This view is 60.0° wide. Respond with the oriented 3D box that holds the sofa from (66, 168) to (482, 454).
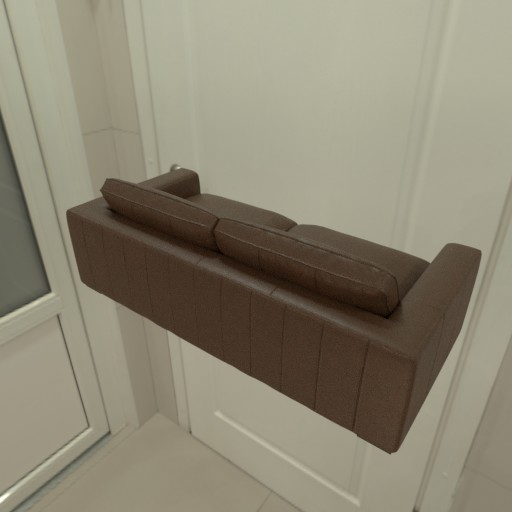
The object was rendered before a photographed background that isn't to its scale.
[{"bbox_3d":[0.000,0.000,2.656,2.262,0.801,1.070,21,36,31],"label":"sofa"}]
